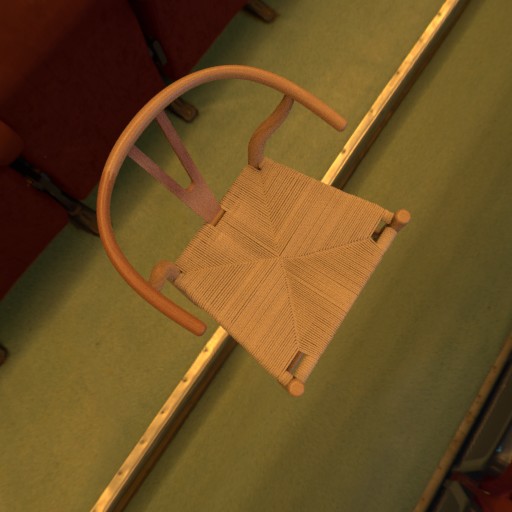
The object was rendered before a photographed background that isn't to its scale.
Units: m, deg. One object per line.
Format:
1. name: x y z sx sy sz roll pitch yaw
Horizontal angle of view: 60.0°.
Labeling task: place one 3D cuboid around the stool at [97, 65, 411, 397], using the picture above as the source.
1. stool: 0.000 0.000 1.255 0.575 0.923 0.536 33 79 8
